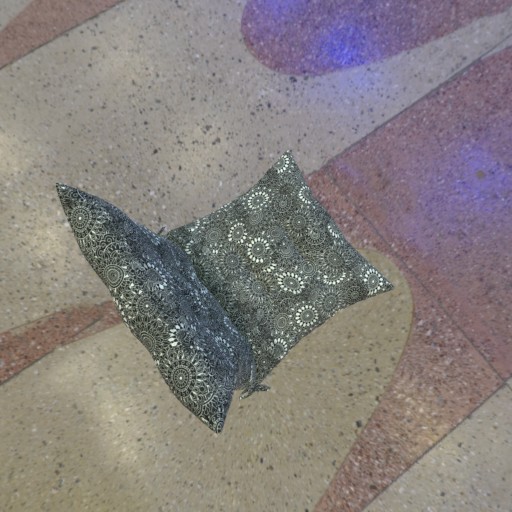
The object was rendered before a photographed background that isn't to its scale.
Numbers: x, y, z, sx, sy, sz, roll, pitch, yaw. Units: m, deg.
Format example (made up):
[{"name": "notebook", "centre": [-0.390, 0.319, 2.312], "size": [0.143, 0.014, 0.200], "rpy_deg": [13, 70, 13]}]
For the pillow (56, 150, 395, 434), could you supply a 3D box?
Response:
[{"name": "pillow", "centre": [0.000, 0.000, 1.010], "size": [0.585, 0.536, 0.541], "rpy_deg": [-34, 79, -8]}]
